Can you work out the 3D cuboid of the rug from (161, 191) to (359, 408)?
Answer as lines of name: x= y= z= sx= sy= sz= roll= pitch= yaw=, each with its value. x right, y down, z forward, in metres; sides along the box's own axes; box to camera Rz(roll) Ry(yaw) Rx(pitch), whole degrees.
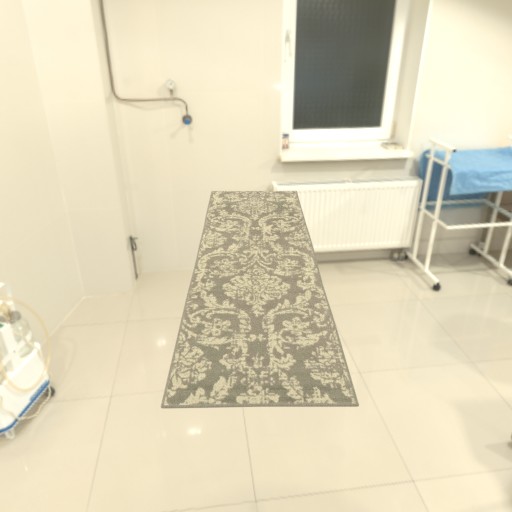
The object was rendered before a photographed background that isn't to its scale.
rug: x=0.000 y=0.000 z=2.450 sx=0.662 sy=0.011 sz=2.196 roll=0 pitch=27 yaw=-1
